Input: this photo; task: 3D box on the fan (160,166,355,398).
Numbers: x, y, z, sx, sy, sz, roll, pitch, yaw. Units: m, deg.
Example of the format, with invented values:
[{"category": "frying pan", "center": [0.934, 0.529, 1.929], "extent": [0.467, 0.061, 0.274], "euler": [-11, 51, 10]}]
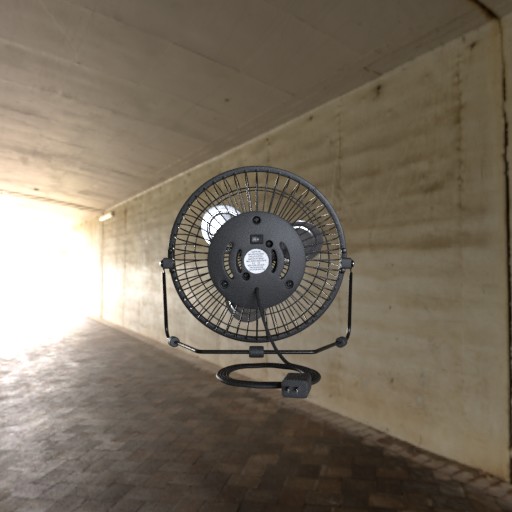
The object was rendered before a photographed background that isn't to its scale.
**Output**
[{"category": "fan", "center": [0.000, 0.000, 0.390], "extent": [0.209, 0.188, 0.227], "euler": [0, -2, 1]}]
